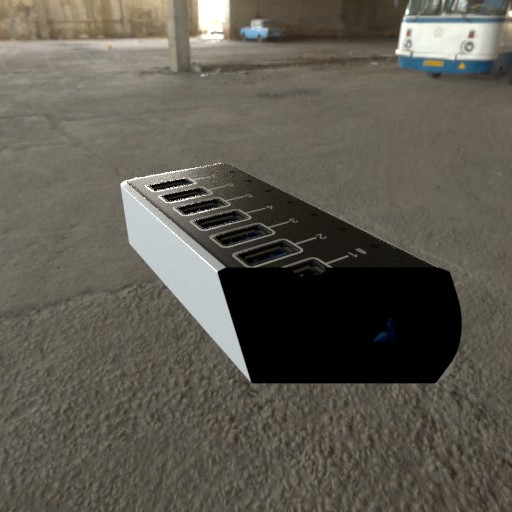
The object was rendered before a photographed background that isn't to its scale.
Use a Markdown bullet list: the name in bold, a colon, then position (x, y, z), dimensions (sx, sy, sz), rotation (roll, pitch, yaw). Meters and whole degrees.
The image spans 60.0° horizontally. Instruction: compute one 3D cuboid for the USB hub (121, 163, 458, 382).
- **USB hub**: position (0.000, 0.000, 0.129), dimensions (0.044, 0.023, 0.110), rotation (-17, 33, -28)
